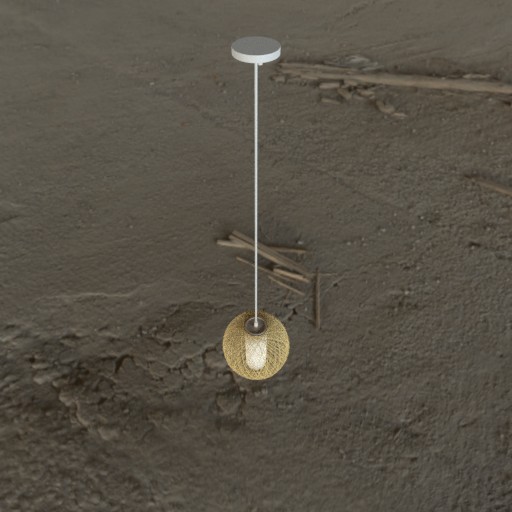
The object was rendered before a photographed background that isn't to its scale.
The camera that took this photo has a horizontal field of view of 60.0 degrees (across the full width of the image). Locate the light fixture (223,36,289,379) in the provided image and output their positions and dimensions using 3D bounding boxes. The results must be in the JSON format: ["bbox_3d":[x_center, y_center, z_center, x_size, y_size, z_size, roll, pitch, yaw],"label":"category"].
[{"bbox_3d":[0.000,0.000,2.134,0.407,1.955,0.406,33,54,28],"label":"light fixture"}]
